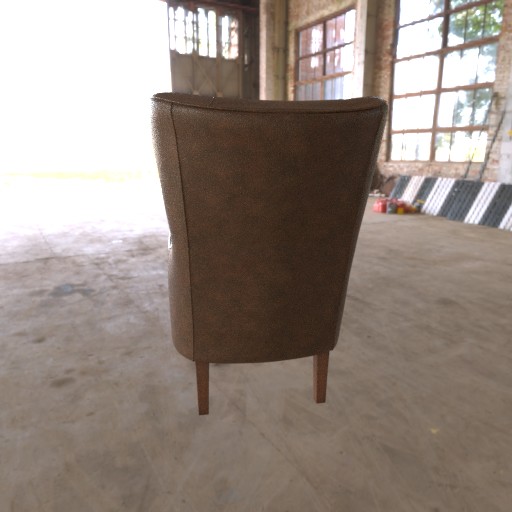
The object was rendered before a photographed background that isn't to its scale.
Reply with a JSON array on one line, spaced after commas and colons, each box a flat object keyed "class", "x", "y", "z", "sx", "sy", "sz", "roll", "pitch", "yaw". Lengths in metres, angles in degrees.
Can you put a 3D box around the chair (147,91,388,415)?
[{"class": "chair", "x": 0.000, "y": 0.000, "z": 1.605, "sx": 0.692, "sy": 1.048, "sz": 0.914, "roll": -2, "pitch": 14, "yaw": -10}]
